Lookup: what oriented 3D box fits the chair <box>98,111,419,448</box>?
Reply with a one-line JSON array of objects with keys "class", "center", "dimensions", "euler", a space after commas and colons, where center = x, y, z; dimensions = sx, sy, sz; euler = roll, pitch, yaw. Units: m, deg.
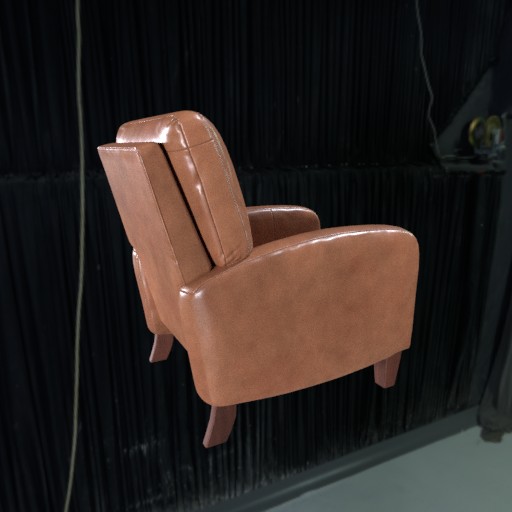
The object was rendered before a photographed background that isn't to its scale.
[{"class": "chair", "center": [0.000, 0.000, 1.675], "dimensions": [0.990, 0.990, 0.762], "euler": [-7, 16, -27]}]
